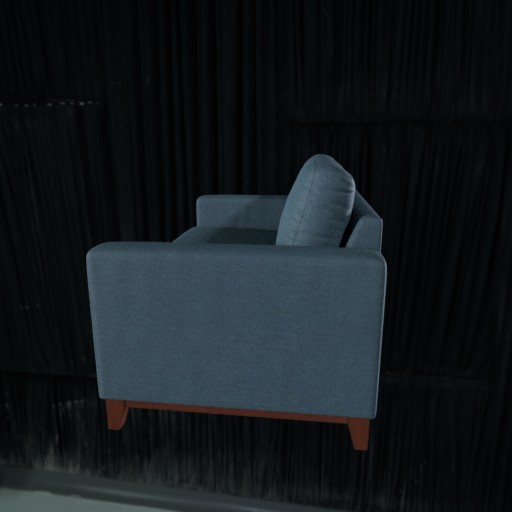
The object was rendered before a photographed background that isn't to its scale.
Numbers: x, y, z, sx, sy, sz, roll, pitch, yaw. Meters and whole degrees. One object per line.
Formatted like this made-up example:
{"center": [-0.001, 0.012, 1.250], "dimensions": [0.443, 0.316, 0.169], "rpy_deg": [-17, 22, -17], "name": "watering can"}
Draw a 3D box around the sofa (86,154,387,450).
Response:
{"center": [0.000, 0.000, 2.072], "dimensions": [0.955, 0.903, 1.489], "rpy_deg": [2, 14, 7], "name": "sofa"}
